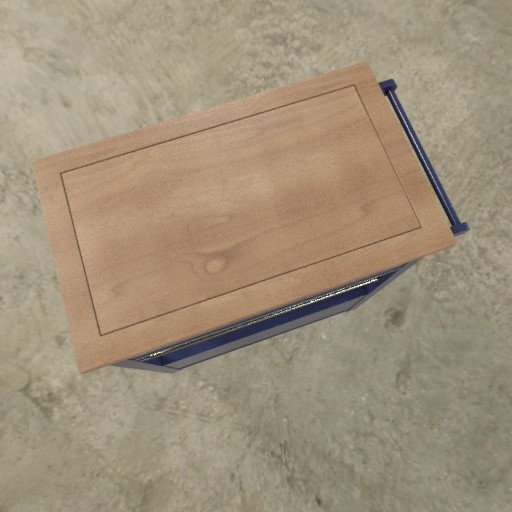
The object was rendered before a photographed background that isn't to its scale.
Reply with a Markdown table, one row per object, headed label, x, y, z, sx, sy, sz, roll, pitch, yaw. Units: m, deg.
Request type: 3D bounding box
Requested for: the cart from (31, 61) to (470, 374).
| label | x | y | z | sx | sy | sz | roll | pitch | yaw |
| --- | --- | --- | --- | --- | --- | --- | --- | --- | --- |
| cart | 0.000 | 0.000 | 1.339 | 0.840 | 0.901 | 0.459 | -18 | 75 | -5 |
